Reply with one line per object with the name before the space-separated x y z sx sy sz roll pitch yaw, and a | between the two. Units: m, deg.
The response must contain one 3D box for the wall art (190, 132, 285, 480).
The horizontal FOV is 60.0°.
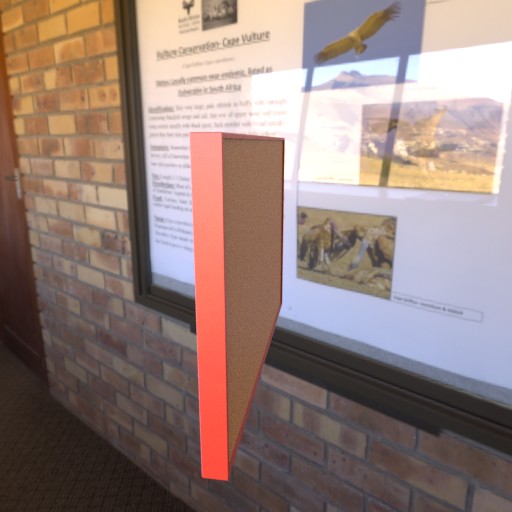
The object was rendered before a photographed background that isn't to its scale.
wall art | 0.000 0.000 0.776 0.033 0.405 0.607 2 15 9
